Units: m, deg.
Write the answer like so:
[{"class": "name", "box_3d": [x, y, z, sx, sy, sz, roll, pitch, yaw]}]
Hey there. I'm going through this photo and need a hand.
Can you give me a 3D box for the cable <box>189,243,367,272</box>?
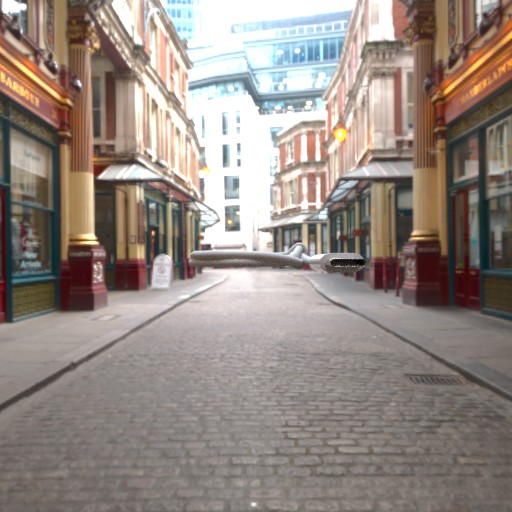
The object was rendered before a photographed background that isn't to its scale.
[{"class": "cable", "box_3d": [0.000, 0.000, 0.236, 0.070, 0.014, 0.203, 0, -1, -1]}]
